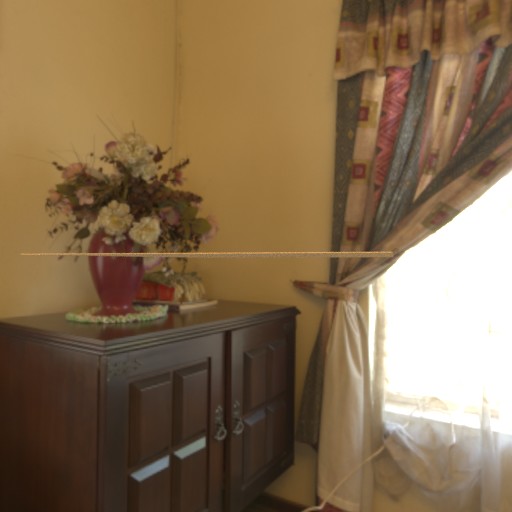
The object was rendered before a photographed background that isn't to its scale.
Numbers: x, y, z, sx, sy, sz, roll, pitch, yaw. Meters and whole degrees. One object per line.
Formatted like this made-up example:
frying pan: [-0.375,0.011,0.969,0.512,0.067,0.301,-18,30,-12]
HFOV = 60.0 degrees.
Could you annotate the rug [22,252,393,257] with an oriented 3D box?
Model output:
rug: [0.000,0.000,4.149,2.454,0.005,3.067,0,-1,17]
